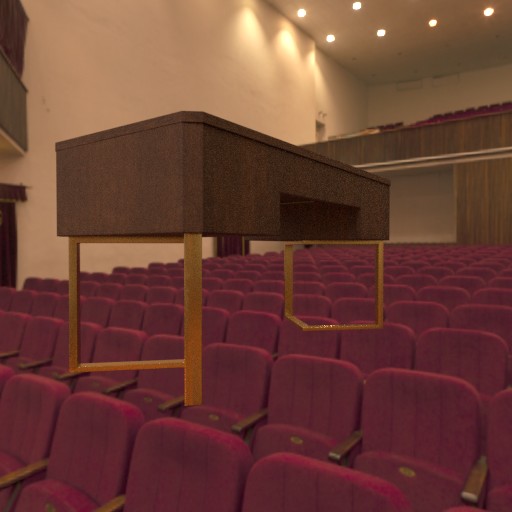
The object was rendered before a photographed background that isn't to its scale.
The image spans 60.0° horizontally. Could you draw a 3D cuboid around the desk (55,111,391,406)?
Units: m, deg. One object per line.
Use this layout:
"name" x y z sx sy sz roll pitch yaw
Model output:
"desk" 0.000 0.000 1.900 0.684 0.762 1.479 1 1 36
